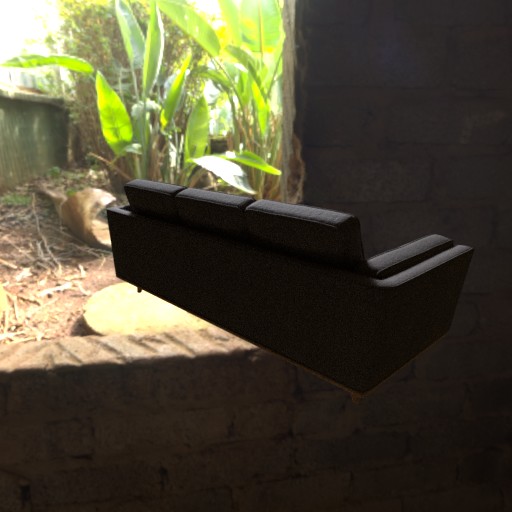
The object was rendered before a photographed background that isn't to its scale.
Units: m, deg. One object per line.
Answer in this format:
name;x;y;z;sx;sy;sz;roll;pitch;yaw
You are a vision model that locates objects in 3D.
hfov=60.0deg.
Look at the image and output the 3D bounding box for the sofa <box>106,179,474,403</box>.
sofa;0.000;0.000;2.867;0.903;0.899;2.362;-16;23;-42
